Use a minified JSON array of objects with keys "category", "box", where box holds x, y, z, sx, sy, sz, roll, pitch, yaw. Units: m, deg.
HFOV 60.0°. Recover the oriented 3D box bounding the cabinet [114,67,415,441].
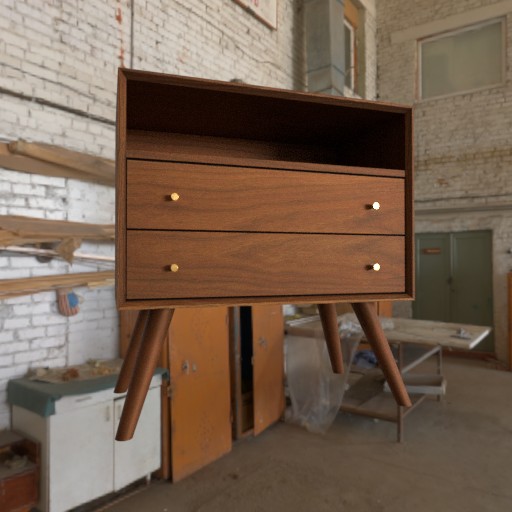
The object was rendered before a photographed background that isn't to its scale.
[{"category":"cabinet","box":[0.000,0.000,1.172,0.712,0.748,0.388,0,-1,-18]}]
